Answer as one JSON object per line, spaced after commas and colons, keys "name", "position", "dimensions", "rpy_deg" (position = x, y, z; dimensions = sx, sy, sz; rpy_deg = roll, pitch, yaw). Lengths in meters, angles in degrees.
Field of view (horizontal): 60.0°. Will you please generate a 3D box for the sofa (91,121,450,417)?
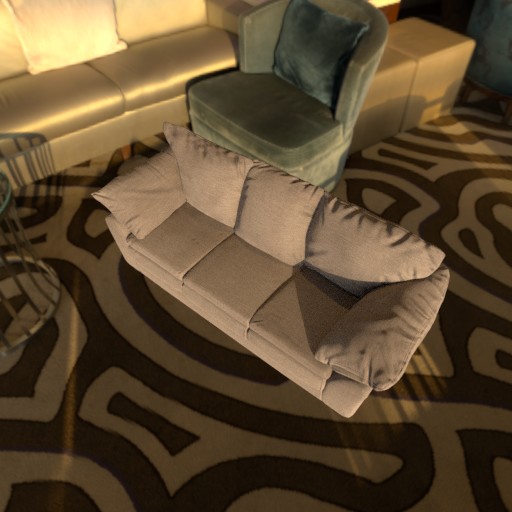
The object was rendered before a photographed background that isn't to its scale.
{"name": "sofa", "position": [0.000, 0.000, 3.032], "dimensions": [2.390, 1.043, 0.927], "rpy_deg": [30, 53, 26]}
